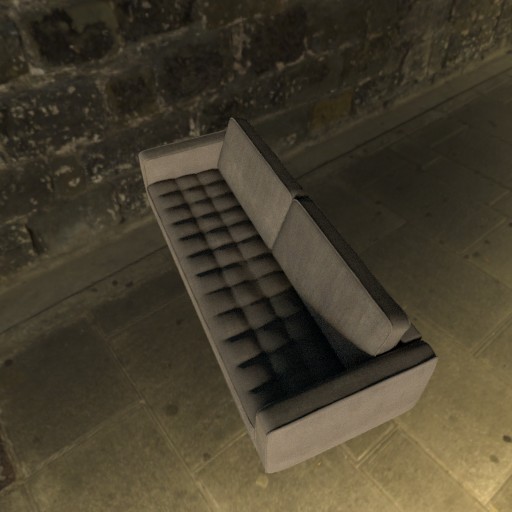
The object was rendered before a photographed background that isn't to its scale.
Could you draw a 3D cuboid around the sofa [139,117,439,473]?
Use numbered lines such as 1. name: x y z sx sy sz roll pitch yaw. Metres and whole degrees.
1. sofa: 0.000 0.000 2.774 0.923 0.813 2.295 -18 50 -16
